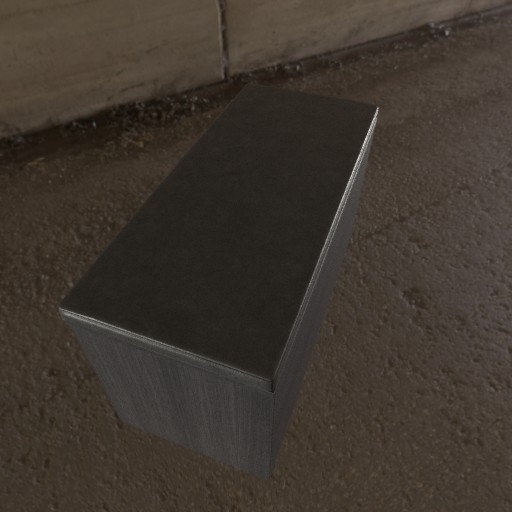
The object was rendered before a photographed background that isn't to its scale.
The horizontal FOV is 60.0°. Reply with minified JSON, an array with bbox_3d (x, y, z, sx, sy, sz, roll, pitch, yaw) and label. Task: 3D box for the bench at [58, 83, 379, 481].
[{"bbox_3d":[0.000,0.000,1.182,0.401,0.501,0.905,15,49,14],"label":"bench"}]
